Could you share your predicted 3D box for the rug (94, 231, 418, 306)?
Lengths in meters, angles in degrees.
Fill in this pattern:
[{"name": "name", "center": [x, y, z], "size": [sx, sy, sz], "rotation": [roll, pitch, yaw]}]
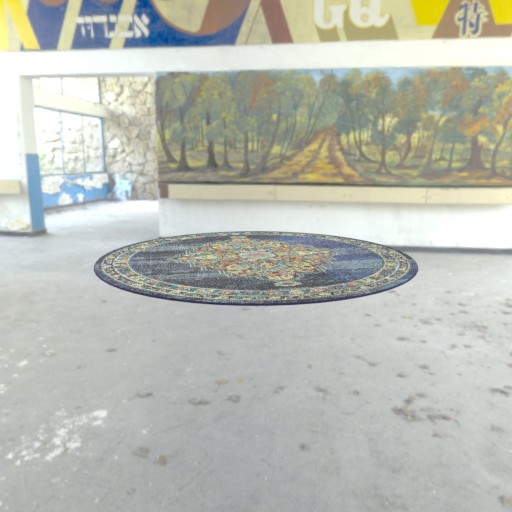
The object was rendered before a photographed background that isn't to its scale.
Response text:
[{"name": "rug", "center": [0.000, 0.000, 3.457], "size": [2.386, 0.014, 2.386], "rotation": [0, 12, 0]}]
